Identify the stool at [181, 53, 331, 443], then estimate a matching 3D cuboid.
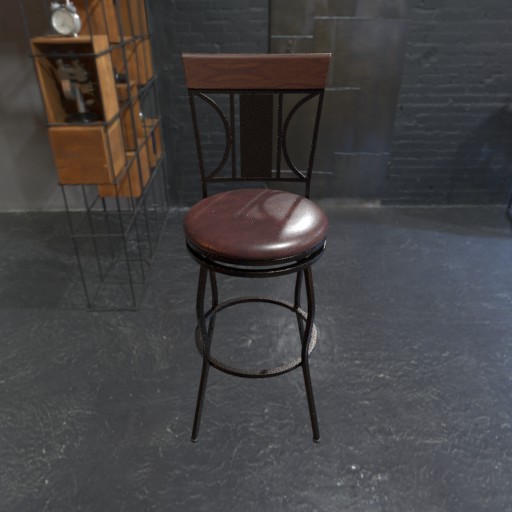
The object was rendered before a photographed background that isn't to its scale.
[{"bbox_3d":[0.000,0.000,1.404,0.448,1.130,0.513,0,30,0],"label":"stool"}]
